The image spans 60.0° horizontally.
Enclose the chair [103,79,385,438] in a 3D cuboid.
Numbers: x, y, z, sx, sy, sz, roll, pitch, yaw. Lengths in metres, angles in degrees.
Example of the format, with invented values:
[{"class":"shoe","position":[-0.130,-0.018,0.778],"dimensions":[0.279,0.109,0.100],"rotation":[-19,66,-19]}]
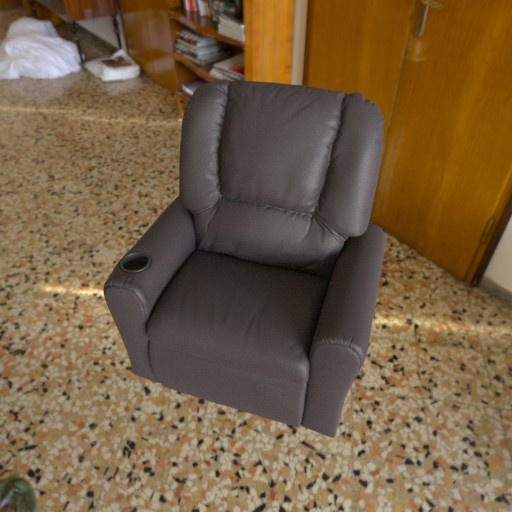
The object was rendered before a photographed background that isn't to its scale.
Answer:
[{"class":"chair","position":[0.000,0.000,1.111],"dimensions":[0.610,0.709,0.521],"rotation":[12,43,14]}]
